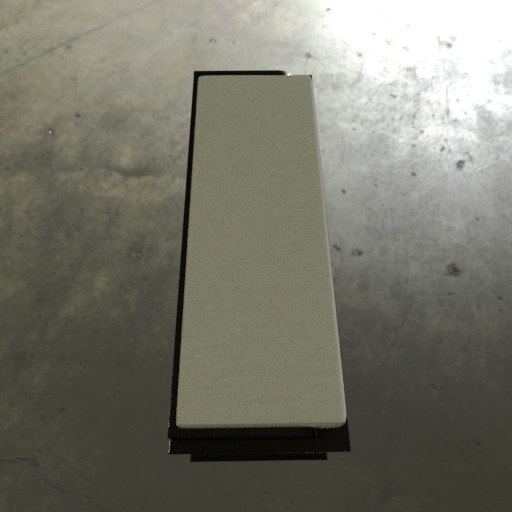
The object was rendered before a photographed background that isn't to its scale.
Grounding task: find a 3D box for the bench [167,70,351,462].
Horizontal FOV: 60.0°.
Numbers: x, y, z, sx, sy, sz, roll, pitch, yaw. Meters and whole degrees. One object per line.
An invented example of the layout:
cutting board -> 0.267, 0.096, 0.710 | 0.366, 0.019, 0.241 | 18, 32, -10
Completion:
bench -> 0.000, 0.000, 1.426 | 0.402, 0.501, 1.185 | -1, 63, 0
